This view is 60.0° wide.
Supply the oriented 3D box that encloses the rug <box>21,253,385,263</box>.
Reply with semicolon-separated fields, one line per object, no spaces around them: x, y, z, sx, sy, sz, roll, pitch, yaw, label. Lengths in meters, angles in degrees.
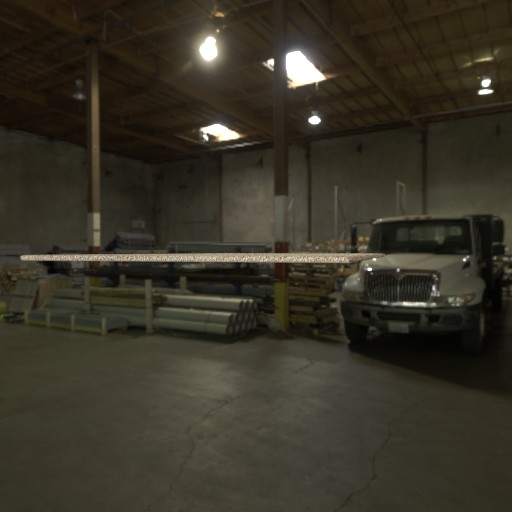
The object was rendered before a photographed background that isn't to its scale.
0.000;0.000;3.411;1.778;0.030;2.743;0;1;19;rug
